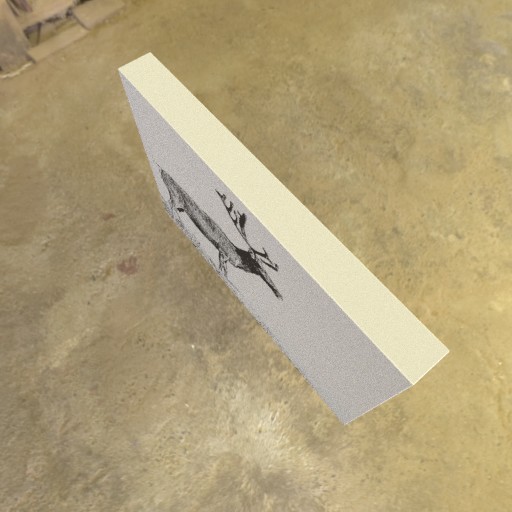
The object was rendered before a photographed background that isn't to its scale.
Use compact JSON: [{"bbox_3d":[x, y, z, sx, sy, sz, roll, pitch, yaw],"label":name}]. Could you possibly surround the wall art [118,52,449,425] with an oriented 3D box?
[{"bbox_3d":[0.000,0.000,0.482,0.038,0.259,0.381,-35,69,-16],"label":"wall art"}]
